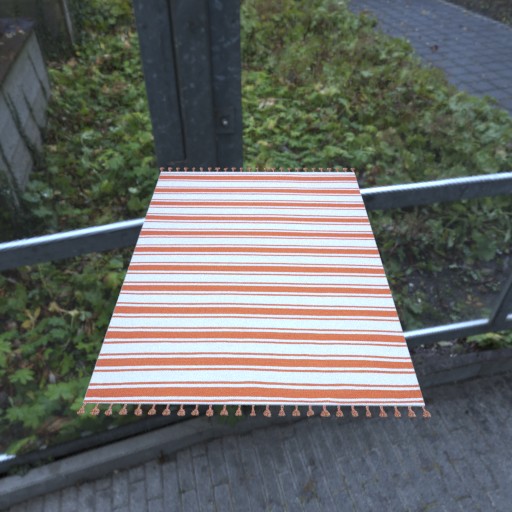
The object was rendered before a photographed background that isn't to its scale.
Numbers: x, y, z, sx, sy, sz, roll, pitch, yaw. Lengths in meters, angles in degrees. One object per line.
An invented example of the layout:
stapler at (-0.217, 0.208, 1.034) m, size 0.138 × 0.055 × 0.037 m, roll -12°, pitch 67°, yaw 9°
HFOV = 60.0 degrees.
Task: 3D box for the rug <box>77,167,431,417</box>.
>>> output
rug at (0.000, 0.000, 4.327) m, size 2.451 × 0.035 × 3.369 m, roll 0°, pitch 41°, yaw 0°
